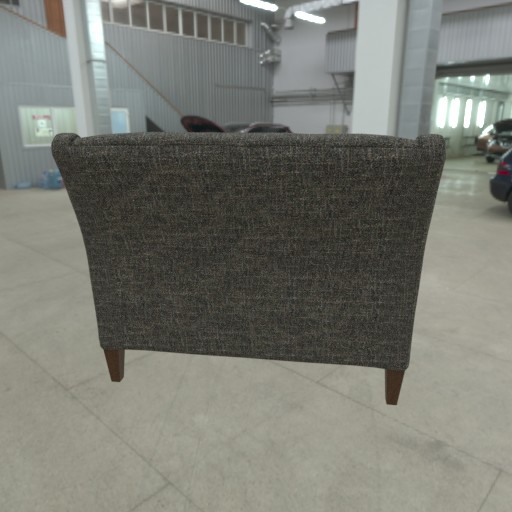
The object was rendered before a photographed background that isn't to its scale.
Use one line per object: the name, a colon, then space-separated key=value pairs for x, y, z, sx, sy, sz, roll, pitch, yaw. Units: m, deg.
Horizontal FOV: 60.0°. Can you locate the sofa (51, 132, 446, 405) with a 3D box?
sofa: x=0.000 y=0.000 z=1.872 sx=1.242 sy=1.021 sz=0.870 roll=2 pitch=17 yaw=8
